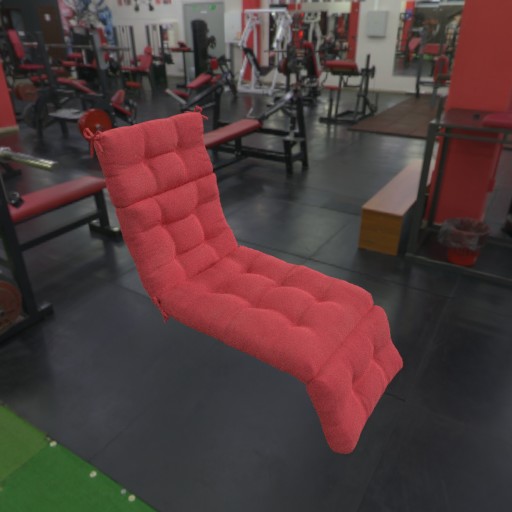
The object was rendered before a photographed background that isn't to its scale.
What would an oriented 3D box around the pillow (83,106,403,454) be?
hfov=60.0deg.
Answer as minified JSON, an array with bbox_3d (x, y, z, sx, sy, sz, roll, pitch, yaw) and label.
[{"bbox_3d":[0.000,0.000,1.538,1.016,0.863,0.526,18,33,30],"label":"pillow"}]
